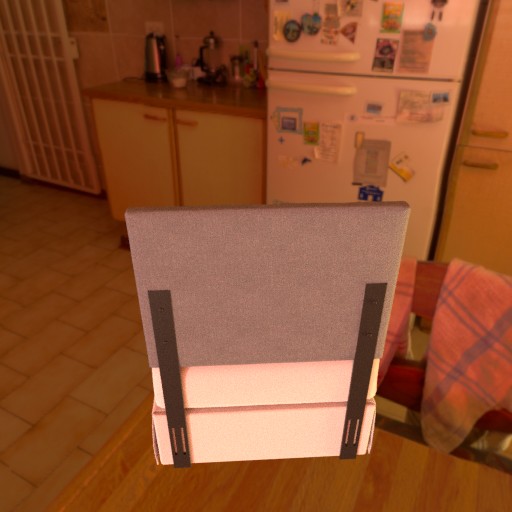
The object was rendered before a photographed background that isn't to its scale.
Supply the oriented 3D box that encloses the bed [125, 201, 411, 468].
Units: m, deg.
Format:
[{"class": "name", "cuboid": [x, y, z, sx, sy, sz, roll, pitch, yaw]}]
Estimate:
[{"class": "bed", "cuboid": [0.000, 0.000, 2.968, 1.261, 1.571, 1.997, -2, 30, -3]}]
